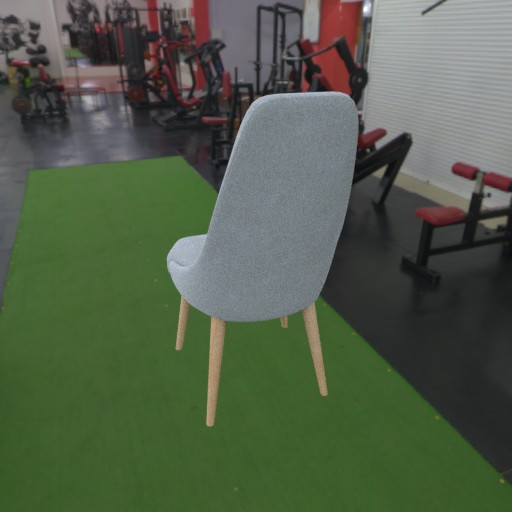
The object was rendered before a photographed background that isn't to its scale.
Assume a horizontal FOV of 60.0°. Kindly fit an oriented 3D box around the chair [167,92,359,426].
[{"bbox_3d":[0.000,0.000,1.408,0.510,1.040,0.660,-9,28,-17],"label":"chair"}]
